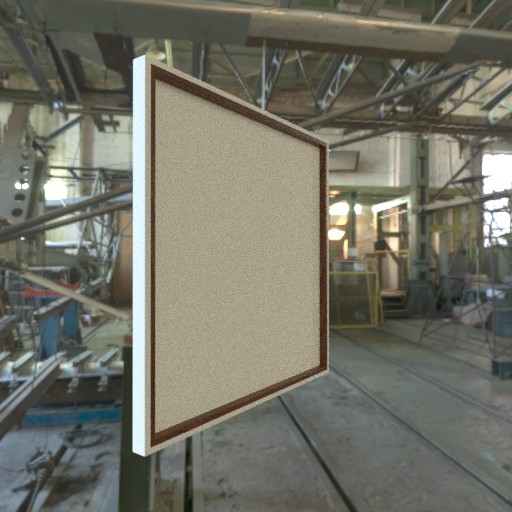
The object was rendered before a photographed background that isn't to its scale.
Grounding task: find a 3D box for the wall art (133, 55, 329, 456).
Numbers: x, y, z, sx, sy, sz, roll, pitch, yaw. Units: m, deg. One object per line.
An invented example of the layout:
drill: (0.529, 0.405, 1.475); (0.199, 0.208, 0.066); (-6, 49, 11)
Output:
wall art: (0.000, 0.000, 1.148); (0.037, 0.757, 0.757); (0, 0, 36)
